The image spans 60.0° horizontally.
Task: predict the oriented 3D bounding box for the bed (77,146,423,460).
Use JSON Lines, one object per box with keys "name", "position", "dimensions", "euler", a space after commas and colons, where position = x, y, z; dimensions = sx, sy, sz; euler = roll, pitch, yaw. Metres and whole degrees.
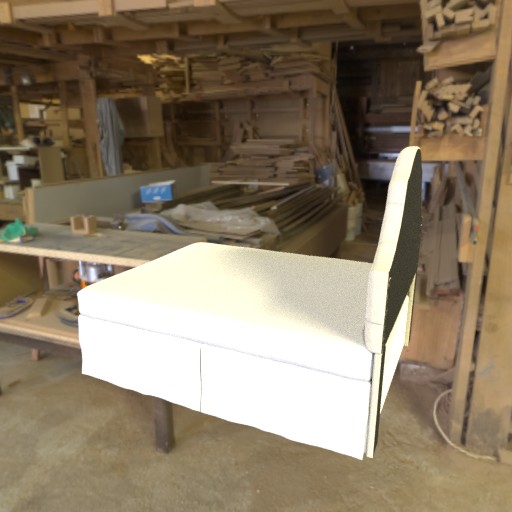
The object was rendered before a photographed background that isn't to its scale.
{"name": "bed", "position": [0.000, 0.000, 3.215], "dimensions": [2.092, 1.575, 1.627], "euler": [7, 18, 25]}
